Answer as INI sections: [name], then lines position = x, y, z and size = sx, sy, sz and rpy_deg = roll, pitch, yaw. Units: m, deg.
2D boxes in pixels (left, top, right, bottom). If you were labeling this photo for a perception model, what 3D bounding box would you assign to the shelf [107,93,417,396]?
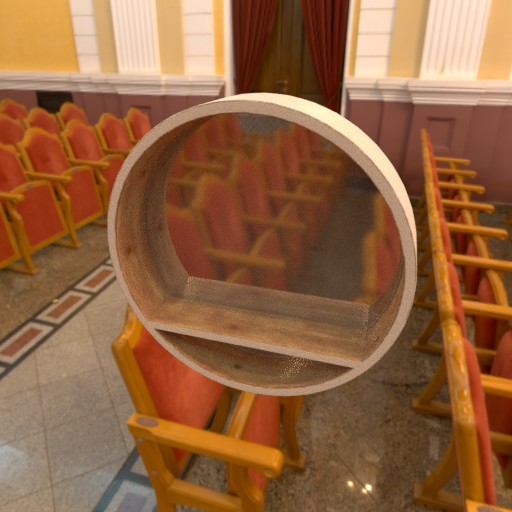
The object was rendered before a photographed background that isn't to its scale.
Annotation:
[shelf]
position = 0.000, 0.000, 1.182
size = 0.806, 0.807, 0.158
rpy_deg = 8, 27, 16
